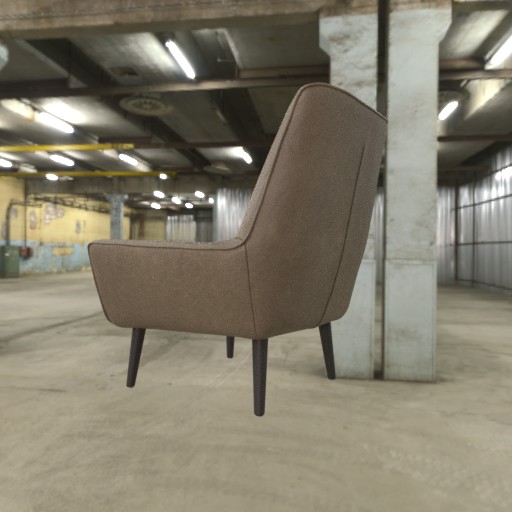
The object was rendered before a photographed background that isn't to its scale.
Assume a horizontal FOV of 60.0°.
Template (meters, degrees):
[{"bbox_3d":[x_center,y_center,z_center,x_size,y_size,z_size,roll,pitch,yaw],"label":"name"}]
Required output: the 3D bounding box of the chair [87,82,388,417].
[{"bbox_3d":[0.000,0.000,1.508,0.824,0.888,0.787,0,0,36],"label":"chair"}]
